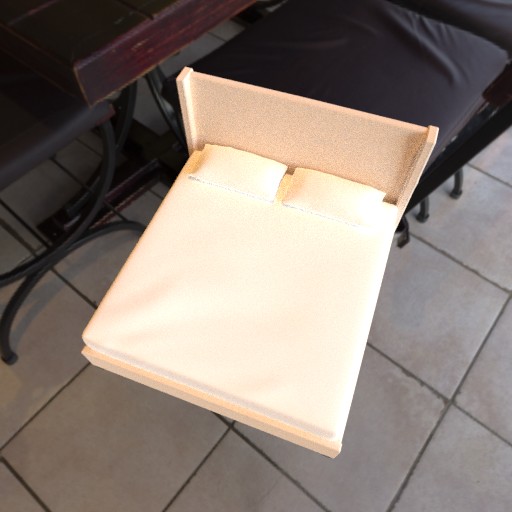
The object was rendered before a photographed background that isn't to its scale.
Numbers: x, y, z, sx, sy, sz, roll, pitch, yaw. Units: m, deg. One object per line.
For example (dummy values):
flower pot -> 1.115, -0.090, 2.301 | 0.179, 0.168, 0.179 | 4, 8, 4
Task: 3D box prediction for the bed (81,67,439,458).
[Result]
bed -> 0.000, 0.000, 3.633 | 2.145, 1.471, 2.293 | 17, 60, 11
